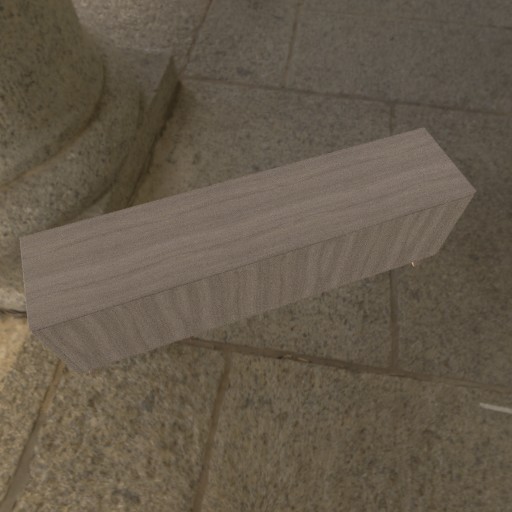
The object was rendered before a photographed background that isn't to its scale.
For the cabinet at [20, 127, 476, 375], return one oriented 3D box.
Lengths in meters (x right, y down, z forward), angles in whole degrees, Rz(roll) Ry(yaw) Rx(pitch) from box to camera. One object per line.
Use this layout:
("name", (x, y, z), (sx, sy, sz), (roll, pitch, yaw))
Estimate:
("cabinet", (0.000, 0.000, 2.498), (2.198, 0.779, 0.499), (-17, 59, -11))
